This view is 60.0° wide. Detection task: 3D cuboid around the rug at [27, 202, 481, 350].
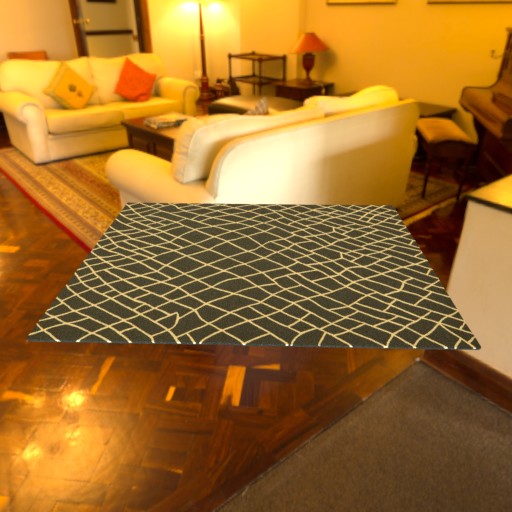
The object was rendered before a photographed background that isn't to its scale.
[{"bbox_3d":[0.000,0.000,4.010,3.047,0.022,2.439,1,29,1],"label":"rug"}]
